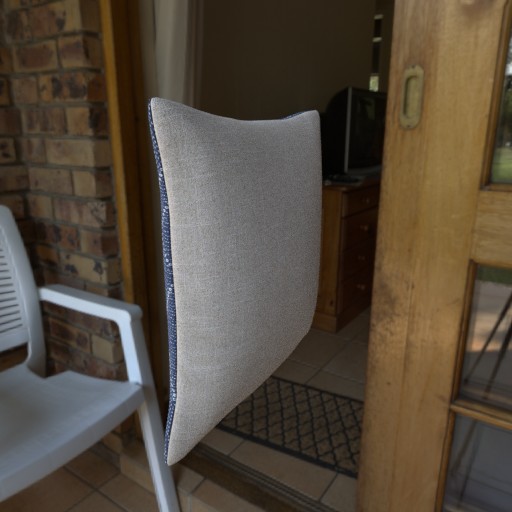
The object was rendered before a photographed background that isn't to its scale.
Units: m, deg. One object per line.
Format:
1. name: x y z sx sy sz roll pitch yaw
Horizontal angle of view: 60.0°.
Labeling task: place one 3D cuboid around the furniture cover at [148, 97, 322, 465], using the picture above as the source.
1. furniture cover: 0.000 0.000 0.779 0.162 0.503 0.511 9 18 28
